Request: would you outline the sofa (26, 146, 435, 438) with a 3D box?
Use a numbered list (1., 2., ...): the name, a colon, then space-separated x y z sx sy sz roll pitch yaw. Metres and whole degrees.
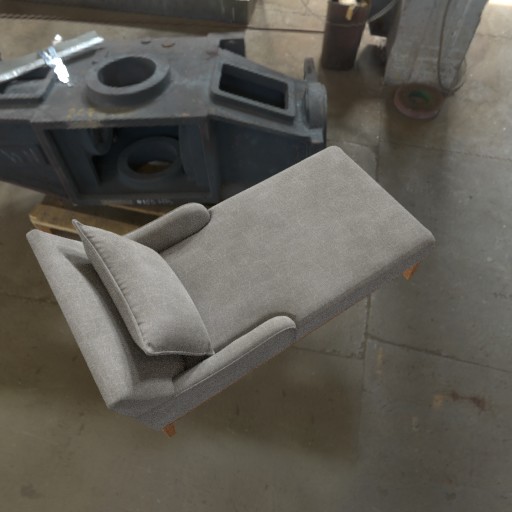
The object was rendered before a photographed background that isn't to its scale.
1. sofa: 0.000 0.000 2.277 1.779 0.859 0.894 -29 62 -17
